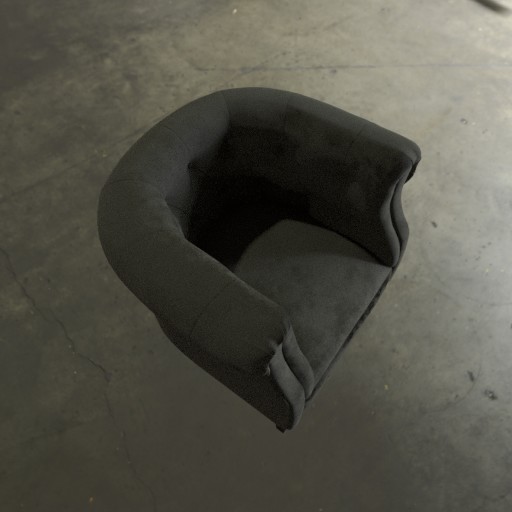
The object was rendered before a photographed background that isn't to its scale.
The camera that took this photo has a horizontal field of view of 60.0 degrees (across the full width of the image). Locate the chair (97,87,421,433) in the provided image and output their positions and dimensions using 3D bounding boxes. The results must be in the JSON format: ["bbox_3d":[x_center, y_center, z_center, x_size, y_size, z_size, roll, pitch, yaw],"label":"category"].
[{"bbox_3d":[0.000,0.000,1.577,0.851,0.826,0.904,32,63,18],"label":"chair"}]
